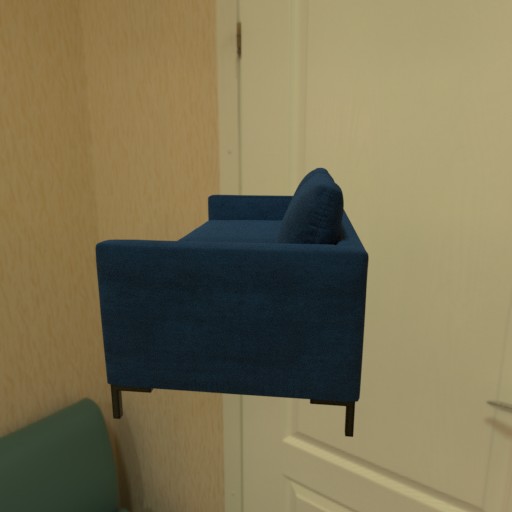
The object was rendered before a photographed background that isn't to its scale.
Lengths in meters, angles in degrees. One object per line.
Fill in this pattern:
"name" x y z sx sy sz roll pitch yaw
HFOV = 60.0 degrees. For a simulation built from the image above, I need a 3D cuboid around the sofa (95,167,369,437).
"sofa" 0.000 0.000 2.182 0.875 0.817 1.676 2 13 7
